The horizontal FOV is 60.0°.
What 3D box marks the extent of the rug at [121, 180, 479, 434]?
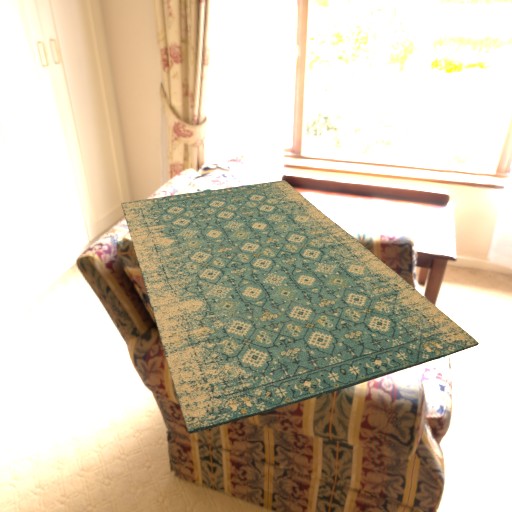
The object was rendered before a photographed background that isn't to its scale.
[{"bbox_3d":[0.000,0.000,2.183,1.102,0.008,1.795,-11,32,-18],"label":"rug"}]
